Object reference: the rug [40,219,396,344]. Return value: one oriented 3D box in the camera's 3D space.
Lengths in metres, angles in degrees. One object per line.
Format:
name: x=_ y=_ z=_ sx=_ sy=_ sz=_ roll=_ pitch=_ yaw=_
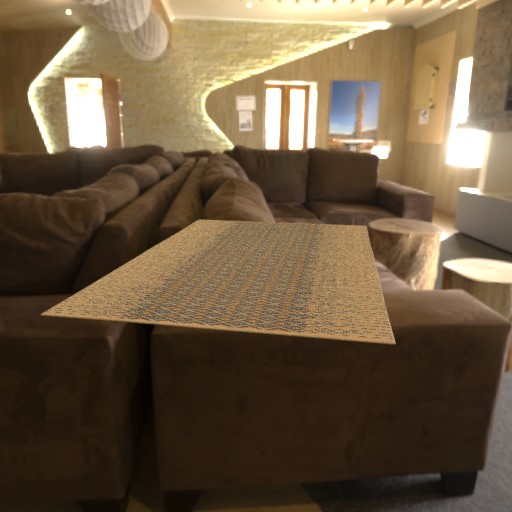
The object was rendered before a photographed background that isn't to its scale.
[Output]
rug: x=0.000 y=0.000 z=2.335 sx=1.219 sy=0.005 sz=1.828 roll=3 pitch=16 yaw=10
